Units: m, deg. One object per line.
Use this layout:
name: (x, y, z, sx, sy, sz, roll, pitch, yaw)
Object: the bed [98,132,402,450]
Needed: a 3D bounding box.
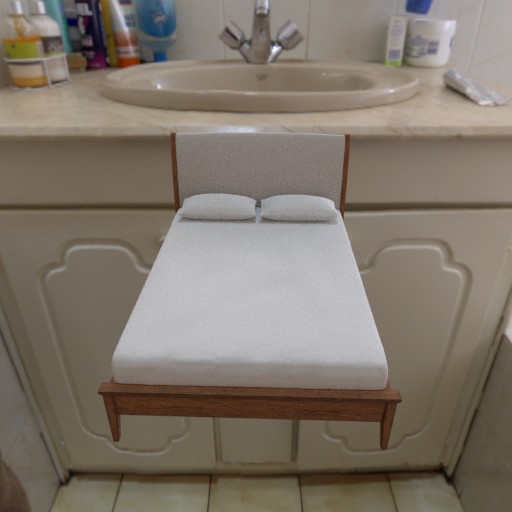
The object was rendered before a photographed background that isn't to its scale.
bed: (0.000, 0.000, 3.000, 1.502, 1.135, 2.108, 1, 30, 2)
